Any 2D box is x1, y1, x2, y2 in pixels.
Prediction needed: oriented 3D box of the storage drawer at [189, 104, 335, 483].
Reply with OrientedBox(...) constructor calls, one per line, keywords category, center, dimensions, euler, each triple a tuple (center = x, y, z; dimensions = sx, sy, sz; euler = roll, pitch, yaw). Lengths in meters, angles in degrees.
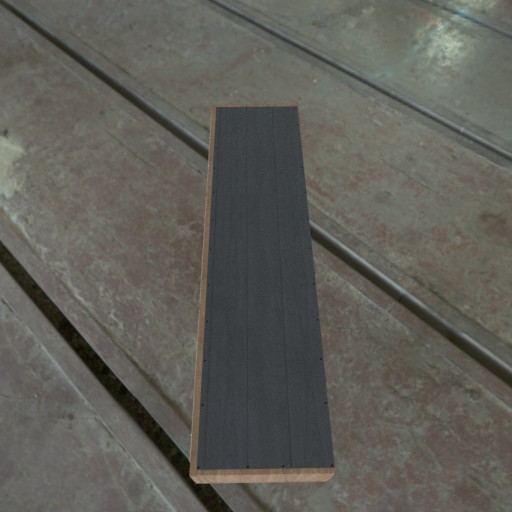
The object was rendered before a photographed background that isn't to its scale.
OrientedBox(category="storage drawer", center=(0.000, 0.000, 2.240), dimensions=(0.538, 0.264, 2.032), euler=(-1, 57, 0))
